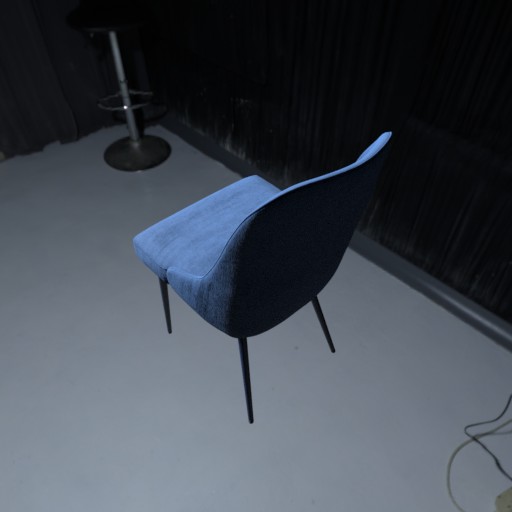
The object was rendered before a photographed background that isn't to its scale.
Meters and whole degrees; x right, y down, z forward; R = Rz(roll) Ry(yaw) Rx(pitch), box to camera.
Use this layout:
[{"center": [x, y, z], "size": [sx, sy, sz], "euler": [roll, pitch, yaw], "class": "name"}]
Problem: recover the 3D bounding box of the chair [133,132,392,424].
[{"center": [0.000, 0.000, 1.221], "size": [0.478, 0.896, 0.559], "euler": [-32, 54, -27], "class": "chair"}]
